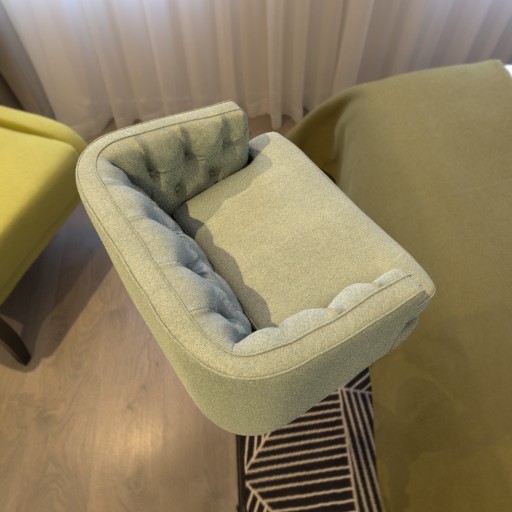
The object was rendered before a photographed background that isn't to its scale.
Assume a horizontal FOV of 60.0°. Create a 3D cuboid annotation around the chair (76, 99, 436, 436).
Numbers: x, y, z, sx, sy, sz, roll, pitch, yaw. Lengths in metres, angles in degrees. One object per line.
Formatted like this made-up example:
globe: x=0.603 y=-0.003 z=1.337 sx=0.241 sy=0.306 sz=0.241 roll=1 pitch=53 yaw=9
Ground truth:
chair: x=0.000 y=0.000 z=1.714 sx=0.945 sy=0.852 sz=1.094 roll=-30 pitch=62 yaw=-18
